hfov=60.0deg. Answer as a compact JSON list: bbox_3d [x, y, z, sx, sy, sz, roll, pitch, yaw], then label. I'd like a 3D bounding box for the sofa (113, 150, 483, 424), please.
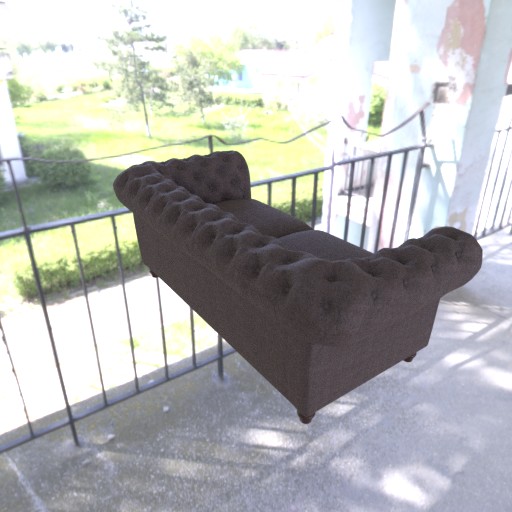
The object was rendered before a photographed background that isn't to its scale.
[{"bbox_3d":[0.000,0.000,2.485,0.944,0.780,2.048,-18,32,-31],"label":"sofa"}]
